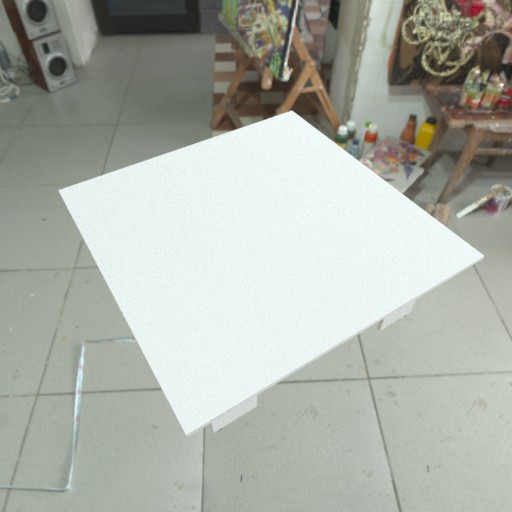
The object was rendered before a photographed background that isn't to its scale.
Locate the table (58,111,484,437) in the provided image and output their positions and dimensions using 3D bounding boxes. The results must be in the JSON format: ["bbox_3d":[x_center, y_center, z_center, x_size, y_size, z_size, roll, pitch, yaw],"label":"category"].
[{"bbox_3d":[0.000,0.000,1.396,0.890,0.305,0.890,-25,53,-21],"label":"table"}]
